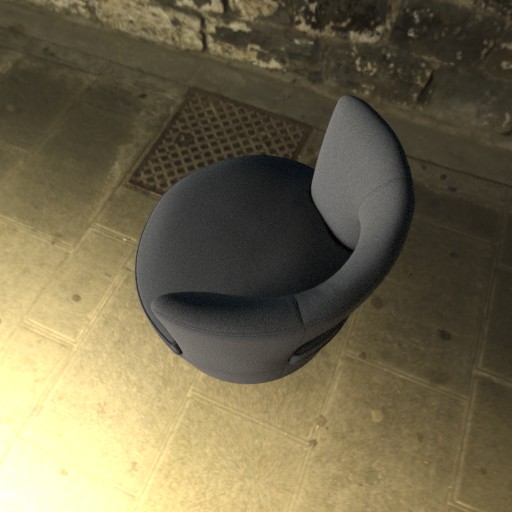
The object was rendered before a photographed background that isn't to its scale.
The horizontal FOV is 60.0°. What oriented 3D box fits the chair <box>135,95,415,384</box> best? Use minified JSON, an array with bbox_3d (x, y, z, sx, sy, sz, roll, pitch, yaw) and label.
[{"bbox_3d":[0.000,0.000,1.249,0.660,0.719,0.689,34,68,16],"label":"chair"}]
